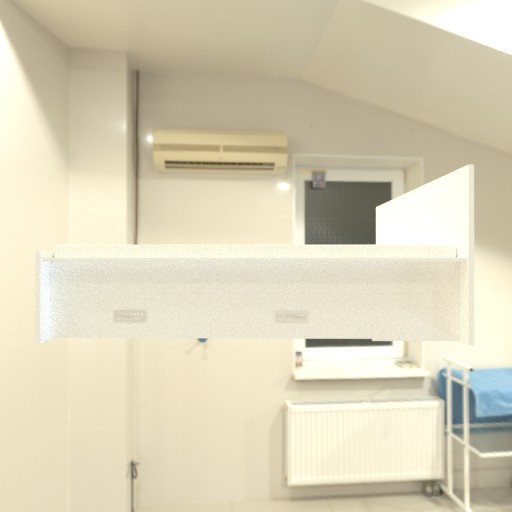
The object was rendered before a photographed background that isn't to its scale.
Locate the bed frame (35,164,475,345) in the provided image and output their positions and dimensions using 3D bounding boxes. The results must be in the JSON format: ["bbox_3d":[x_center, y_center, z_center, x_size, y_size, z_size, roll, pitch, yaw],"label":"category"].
[{"bbox_3d":[0.000,0.000,2.788,1.960,0.800,1.622,0,0,1],"label":"bed frame"}]
